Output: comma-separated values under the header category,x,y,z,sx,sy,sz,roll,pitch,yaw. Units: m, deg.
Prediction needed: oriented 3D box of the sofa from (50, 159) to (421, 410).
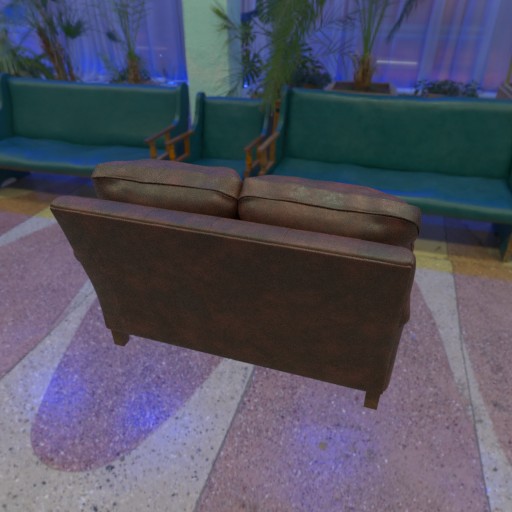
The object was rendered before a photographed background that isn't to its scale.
category,x,y,z,sx,sy,sz,roll,pitch,yaw
sofa,0.000,0.000,2.385,1.628,1.070,1.148,10,34,15
